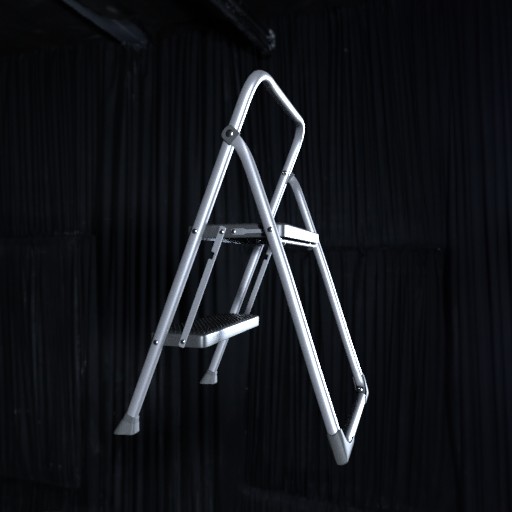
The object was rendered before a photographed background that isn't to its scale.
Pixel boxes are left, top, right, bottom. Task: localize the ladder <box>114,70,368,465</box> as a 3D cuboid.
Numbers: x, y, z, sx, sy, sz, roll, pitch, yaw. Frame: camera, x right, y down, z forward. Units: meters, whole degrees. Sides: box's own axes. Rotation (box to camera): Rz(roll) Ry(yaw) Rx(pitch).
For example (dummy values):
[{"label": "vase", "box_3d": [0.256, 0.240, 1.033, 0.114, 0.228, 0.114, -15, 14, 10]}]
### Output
[{"label": "ladder", "box_3d": [0.000, 0.000, 1.025, 0.472, 0.720, 0.430, 0, -1, 19]}]
